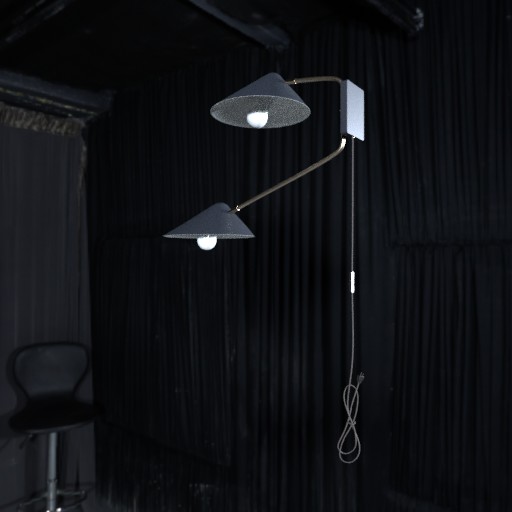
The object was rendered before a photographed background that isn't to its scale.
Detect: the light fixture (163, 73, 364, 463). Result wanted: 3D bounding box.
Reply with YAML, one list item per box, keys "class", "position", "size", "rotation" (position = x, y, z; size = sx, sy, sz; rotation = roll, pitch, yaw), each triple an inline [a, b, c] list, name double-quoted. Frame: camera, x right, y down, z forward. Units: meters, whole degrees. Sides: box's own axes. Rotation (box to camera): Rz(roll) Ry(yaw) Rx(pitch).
- class: "light fixture"
  position: [0.000, 0.000, 0.834]
  size: [0.422, 0.665, 0.189]
  rotation: [0, 0, 37]
